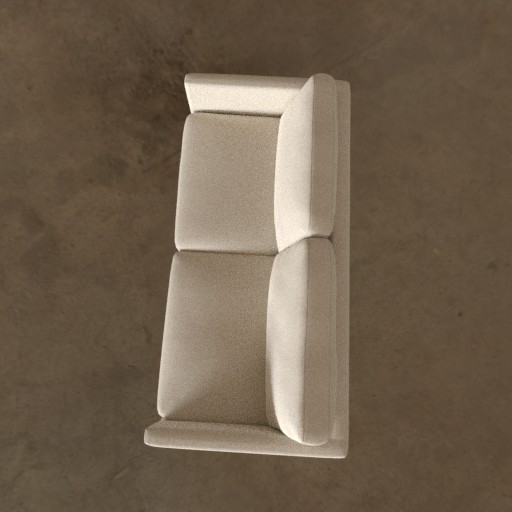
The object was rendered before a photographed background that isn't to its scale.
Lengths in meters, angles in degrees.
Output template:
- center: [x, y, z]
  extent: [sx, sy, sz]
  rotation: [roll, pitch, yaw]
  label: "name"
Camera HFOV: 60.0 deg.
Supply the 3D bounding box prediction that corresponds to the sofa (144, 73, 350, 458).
- center: [0.000, 0.000, 2.488]
  extent: [0.965, 0.889, 1.981]
  rotation: [3, 76, 1]
  label: "sofa"
